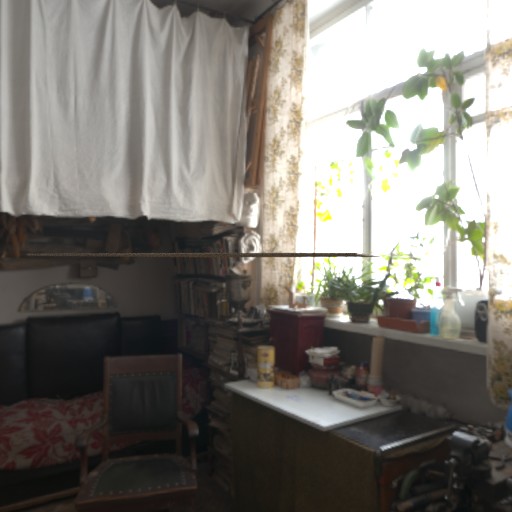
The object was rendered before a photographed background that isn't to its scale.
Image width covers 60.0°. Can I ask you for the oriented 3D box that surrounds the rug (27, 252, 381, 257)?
[{"bbox_3d":[0.000,0.000,2.227,1.142,0.006,1.752,0,0,18],"label":"rug"}]
